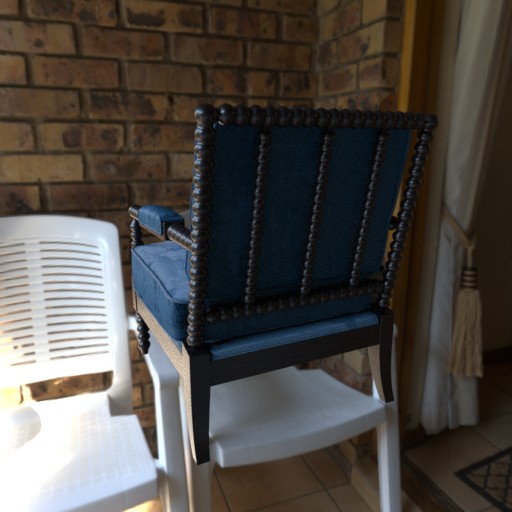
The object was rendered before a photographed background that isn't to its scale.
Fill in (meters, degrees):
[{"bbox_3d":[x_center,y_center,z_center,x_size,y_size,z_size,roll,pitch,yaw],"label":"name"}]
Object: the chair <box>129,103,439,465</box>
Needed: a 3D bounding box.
[{"bbox_3d":[0.000,0.000,1.409,0.688,0.857,0.805,-7,16,-26],"label":"chair"}]
